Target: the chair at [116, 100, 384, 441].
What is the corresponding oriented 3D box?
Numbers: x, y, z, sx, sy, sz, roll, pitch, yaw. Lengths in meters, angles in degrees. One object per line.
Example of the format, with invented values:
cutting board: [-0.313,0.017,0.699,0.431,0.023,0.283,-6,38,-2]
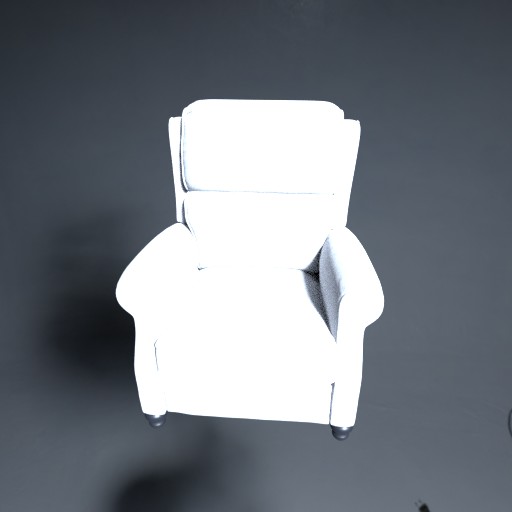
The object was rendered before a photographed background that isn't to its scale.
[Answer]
chair: [0.000,0.000,1.730,0.859,1.046,0.919,2,28,4]
